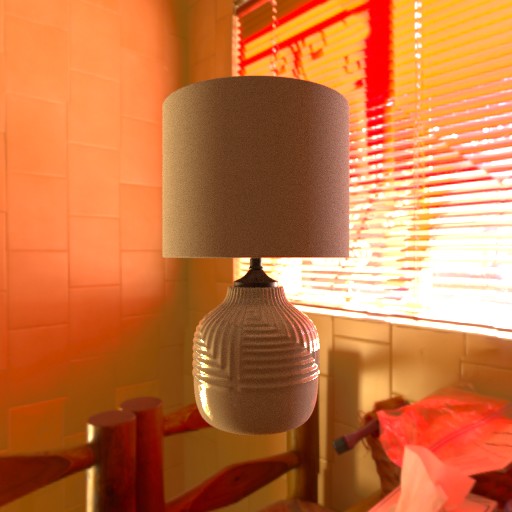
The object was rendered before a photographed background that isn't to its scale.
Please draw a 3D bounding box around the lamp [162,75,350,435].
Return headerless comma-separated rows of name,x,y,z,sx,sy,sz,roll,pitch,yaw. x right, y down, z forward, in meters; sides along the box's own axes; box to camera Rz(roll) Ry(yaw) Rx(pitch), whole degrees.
lamp,0.000,0.000,0.769,0.318,0.567,0.318,0,0,0
